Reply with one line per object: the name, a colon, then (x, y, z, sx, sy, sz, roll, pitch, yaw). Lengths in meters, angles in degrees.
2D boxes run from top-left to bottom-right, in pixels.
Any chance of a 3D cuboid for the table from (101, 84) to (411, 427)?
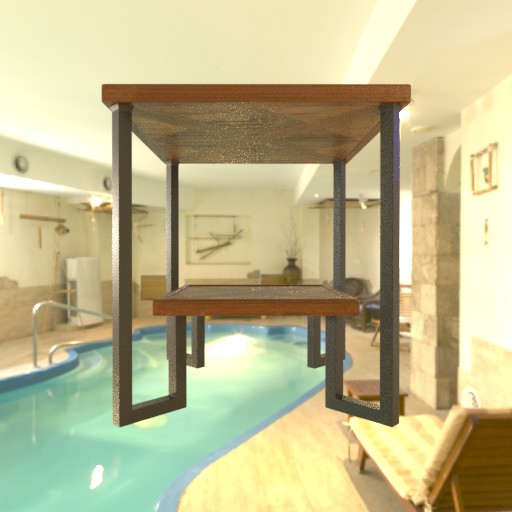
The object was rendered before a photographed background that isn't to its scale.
table: (0.000, 0.000, 0.972, 0.503, 0.563, 0.503, 0, 0, 0)
